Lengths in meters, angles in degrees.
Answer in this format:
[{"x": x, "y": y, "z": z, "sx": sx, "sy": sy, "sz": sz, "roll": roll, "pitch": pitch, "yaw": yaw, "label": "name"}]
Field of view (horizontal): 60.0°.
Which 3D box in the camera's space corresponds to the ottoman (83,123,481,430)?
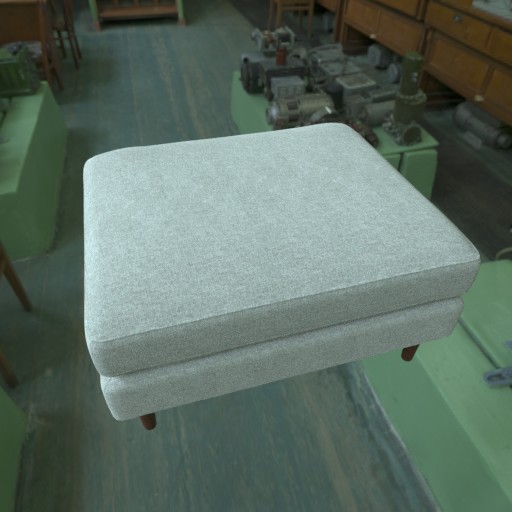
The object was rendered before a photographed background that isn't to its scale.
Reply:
[{"x": 0.000, "y": 0.000, "z": 1.201, "sx": 0.821, "sy": 0.474, "sz": 0.693, "roll": -11, "pitch": 42, "yaw": -12, "label": "ottoman"}]
